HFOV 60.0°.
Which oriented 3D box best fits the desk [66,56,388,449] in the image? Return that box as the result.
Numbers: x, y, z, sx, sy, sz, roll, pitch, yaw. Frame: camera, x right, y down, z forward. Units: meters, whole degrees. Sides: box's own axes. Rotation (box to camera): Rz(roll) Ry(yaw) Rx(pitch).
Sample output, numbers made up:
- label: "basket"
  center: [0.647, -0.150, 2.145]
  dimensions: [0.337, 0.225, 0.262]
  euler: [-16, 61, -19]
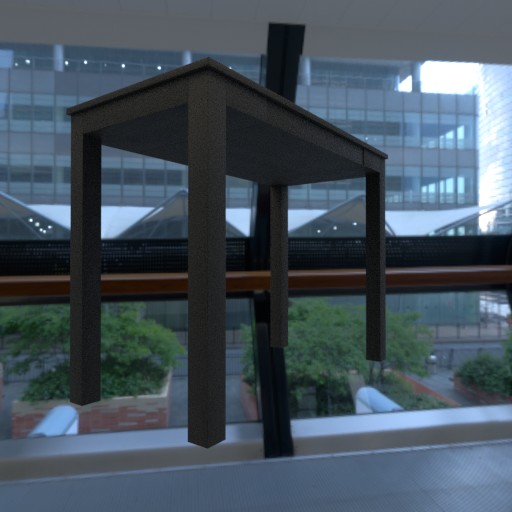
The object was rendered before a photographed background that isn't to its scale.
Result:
- label: "desk"
  center: [0.000, 0.000, 1.402]
  dimensions: [0.499, 0.762, 0.991]
  euler: [0, -1, 36]
